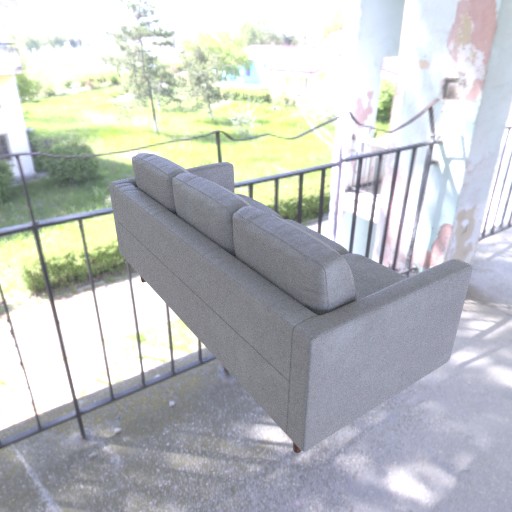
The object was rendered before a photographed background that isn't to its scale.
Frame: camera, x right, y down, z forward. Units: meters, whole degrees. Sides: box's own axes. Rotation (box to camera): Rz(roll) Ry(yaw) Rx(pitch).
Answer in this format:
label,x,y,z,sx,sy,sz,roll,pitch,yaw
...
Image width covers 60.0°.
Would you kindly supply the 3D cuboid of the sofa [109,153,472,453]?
label,x,y,z,sx,sy,sz,roll,pitch,yaw
sofa,0.000,0.000,2.466,0.944,0.918,1.983,-17,32,-30
